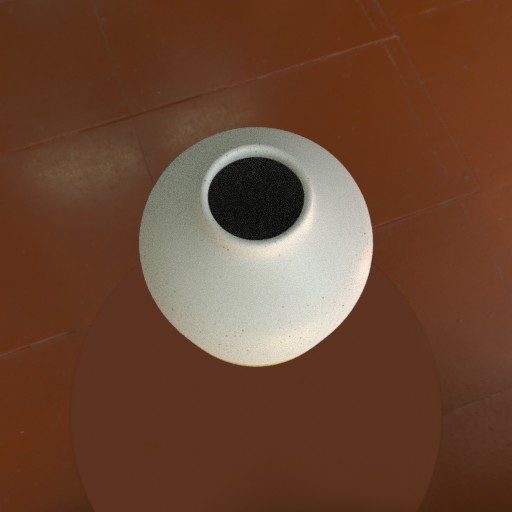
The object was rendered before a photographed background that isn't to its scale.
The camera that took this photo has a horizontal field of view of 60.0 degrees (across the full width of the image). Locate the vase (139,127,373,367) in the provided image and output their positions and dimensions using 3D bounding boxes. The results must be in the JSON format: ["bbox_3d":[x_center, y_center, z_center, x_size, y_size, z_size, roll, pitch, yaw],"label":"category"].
[{"bbox_3d":[0.000,0.000,0.361,0.169,0.240,0.169,0,73,0],"label":"vase"}]
